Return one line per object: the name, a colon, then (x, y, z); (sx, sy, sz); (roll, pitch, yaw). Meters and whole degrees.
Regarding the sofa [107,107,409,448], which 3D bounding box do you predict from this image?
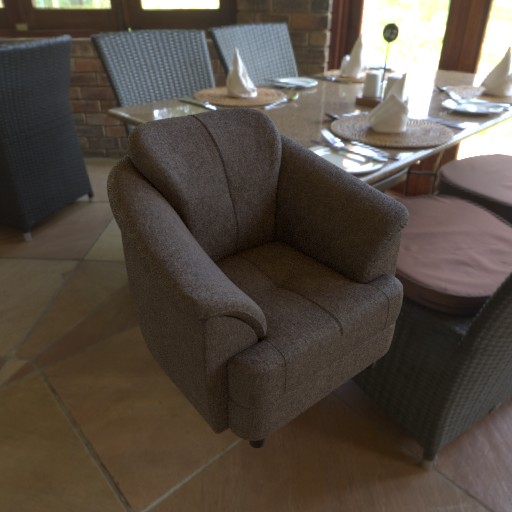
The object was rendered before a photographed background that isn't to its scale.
sofa: (0.000, 0.000, 1.493); (0.870, 0.811, 0.794); (-22, 37, -33)
